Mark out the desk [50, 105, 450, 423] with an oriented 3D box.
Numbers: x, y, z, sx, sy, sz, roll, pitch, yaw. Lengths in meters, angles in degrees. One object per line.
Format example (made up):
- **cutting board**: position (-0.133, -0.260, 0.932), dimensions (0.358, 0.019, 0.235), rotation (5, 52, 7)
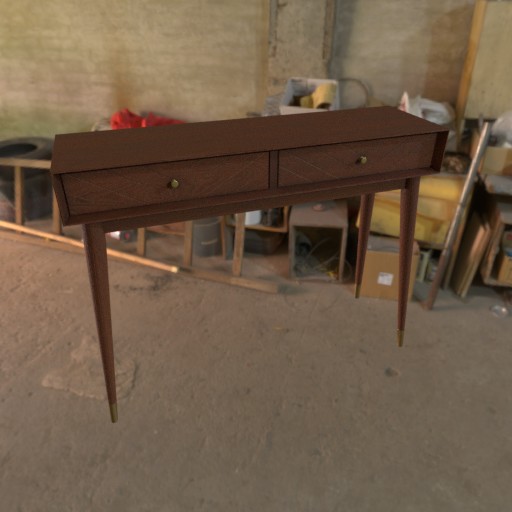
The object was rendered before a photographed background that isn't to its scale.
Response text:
- **desk**: position (0.000, 0.000, 1.636), dimensions (1.204, 0.917, 0.384), rotation (-10, 33, -16)
